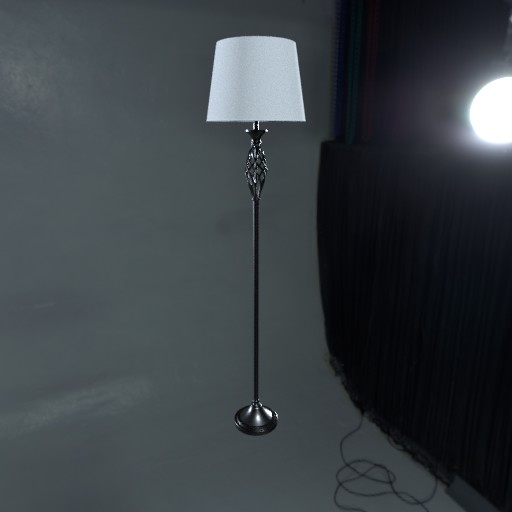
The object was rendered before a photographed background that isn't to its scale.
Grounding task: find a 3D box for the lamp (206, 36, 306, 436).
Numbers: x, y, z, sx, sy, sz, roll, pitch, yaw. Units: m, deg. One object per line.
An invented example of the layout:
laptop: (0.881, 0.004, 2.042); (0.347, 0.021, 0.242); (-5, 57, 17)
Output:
lamp: (0.000, 0.000, 1.855); (0.379, 1.623, 0.379); (0, 16, 0)
